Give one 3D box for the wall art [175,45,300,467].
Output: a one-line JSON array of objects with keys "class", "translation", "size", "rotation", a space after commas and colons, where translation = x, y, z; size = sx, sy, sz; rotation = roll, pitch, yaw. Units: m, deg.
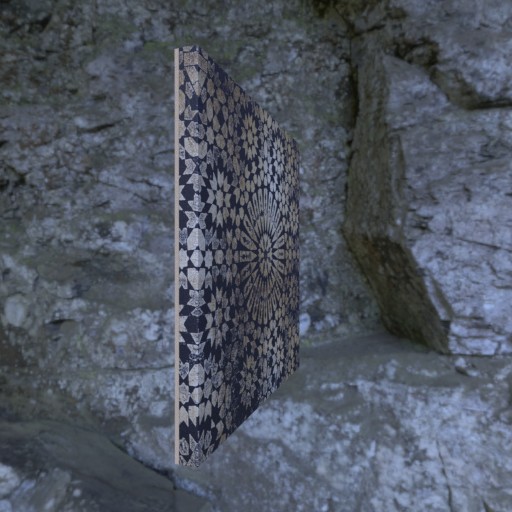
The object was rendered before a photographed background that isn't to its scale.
[{"class": "wall art", "translation": [0.000, 0.000, 0.933], "size": [0.038, 0.612, 0.612], "rotation": [0, 0, 19]}]
